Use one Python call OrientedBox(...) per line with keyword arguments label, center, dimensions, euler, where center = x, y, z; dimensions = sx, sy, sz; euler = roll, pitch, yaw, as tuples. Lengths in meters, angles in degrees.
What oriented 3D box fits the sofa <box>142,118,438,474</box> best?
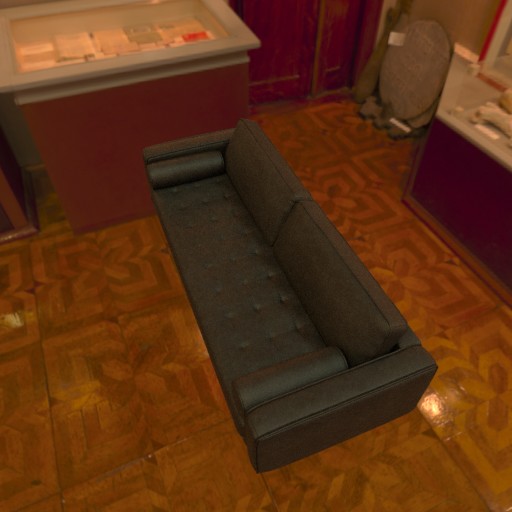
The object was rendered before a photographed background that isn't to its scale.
OrientedBox(label="sofa", center=(0.000, 0.000, 2.660), dimensions=(0.914, 0.762, 2.210), euler=(-16, 49, -15))
